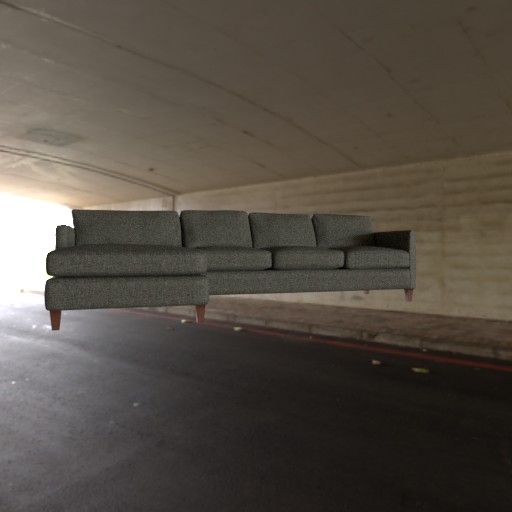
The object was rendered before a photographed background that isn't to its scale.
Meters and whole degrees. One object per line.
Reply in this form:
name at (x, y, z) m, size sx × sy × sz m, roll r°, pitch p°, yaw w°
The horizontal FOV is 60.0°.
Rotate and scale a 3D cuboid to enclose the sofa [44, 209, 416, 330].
sofa at (0.000, 0.000, 4.172) m, size 3.485 × 0.960 × 1.635 m, roll 0°, pitch 1°, yaw -18°
